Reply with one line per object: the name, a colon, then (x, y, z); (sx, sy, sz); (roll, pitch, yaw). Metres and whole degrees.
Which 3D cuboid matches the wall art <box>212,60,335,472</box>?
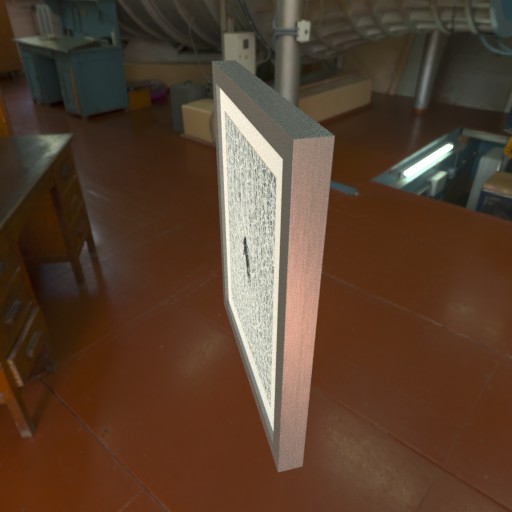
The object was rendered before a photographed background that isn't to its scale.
wall art: (0.000, 0.000, 0.521); (0.030, 0.379, 0.308); (-8, 34, -12)
